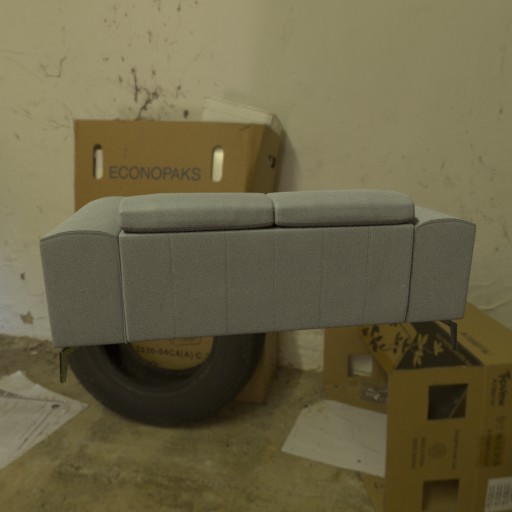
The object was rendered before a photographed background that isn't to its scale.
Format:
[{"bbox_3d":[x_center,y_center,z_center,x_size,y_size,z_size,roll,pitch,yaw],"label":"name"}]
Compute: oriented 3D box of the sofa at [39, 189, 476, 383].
[{"bbox_3d":[0.000,0.000,2.381,1.895,0.779,1.003,-2,16,-9],"label":"sofa"}]
